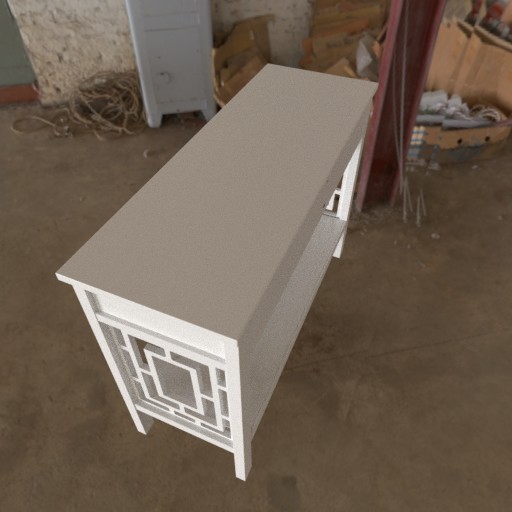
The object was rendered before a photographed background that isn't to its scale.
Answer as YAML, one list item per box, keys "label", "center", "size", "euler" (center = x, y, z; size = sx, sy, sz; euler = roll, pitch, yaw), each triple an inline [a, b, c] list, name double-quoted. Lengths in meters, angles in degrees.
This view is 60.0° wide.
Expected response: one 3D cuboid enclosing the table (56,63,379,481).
- label: "table"
  center: [0.000, 0.000, 1.407]
  size: [0.397, 0.753, 1.068]
  euler: [17, 48, 16]
